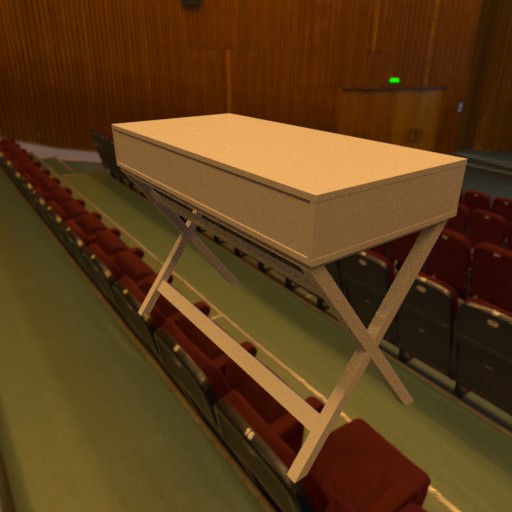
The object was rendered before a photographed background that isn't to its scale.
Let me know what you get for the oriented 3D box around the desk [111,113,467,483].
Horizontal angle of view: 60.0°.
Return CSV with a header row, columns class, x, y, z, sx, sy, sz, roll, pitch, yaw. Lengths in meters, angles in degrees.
class,x,y,z,sx,sy,sz,roll,pitch,yaw
desk,0.000,0.000,1.496,0.509,0.780,1.059,-17,30,-32
